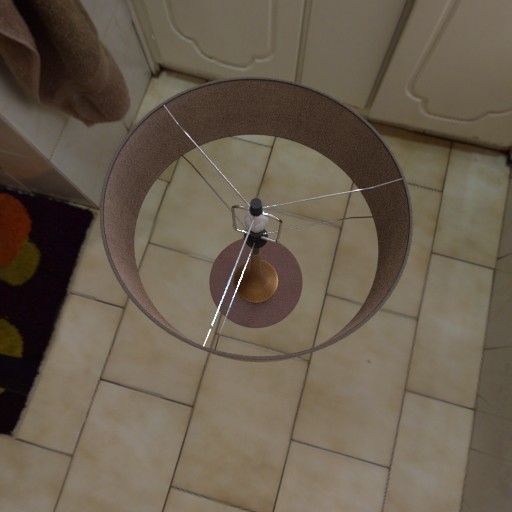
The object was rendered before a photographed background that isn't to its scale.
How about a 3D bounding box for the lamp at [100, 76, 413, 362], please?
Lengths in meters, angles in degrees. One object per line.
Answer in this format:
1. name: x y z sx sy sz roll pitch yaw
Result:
1. lamp: 0.000 0.000 0.845 0.417 0.551 0.396 18 76 4
